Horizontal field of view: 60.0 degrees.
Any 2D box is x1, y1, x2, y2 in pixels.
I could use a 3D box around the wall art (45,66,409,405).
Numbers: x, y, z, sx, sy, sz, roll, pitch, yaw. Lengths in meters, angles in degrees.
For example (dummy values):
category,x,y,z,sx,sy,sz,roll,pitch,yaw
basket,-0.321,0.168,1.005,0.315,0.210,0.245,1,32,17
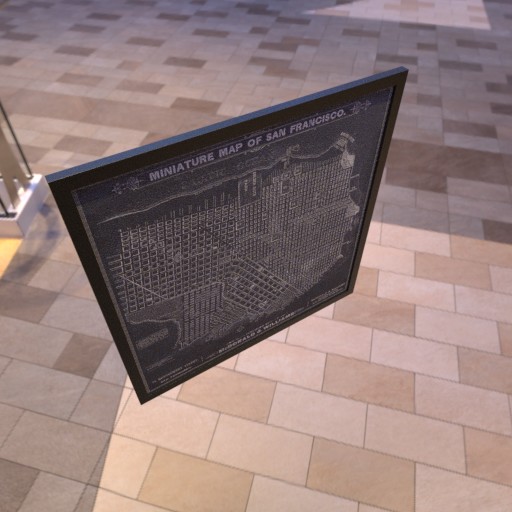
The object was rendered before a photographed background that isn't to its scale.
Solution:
category,x,y,z,sx,sy,sz,roll,pitch,yaw
wall art,0.000,0.000,1.163,0.807,0.807,0.022,-24,51,-21
